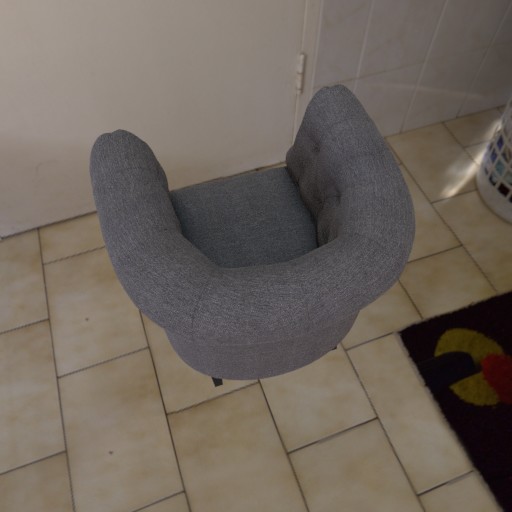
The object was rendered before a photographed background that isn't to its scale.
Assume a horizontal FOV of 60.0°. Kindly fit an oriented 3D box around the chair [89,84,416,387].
[{"bbox_3d":[0.000,0.000,1.566,0.905,0.827,0.852,-15,59,-9],"label":"chair"}]
